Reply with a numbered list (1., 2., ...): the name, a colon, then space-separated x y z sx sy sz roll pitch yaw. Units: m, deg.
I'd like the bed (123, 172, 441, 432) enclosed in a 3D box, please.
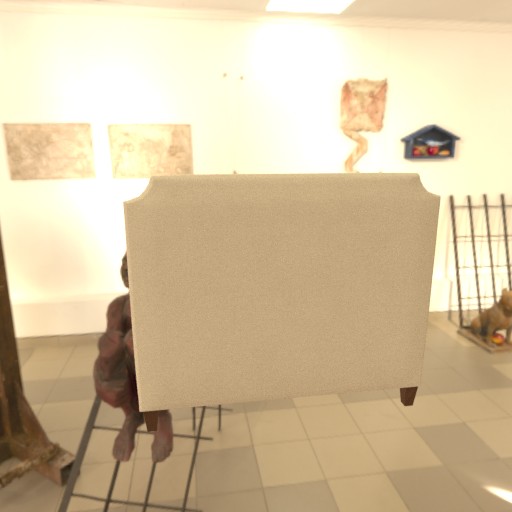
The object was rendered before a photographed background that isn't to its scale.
1. bed: 0.000 0.000 3.561 1.713 1.443 2.372 -2 14 -9
